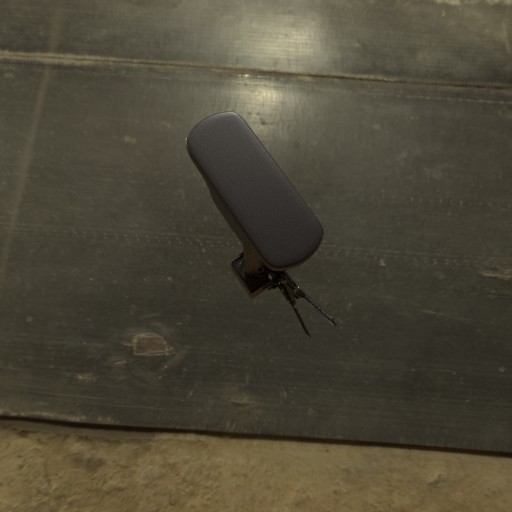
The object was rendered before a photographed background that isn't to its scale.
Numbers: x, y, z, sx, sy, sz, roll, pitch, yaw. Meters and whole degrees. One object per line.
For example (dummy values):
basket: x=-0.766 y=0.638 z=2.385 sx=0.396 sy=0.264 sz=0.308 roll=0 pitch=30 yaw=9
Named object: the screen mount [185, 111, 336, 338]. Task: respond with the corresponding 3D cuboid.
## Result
screen mount: x=0.000 y=0.000 z=0.873 sx=0.090 sy=0.729 sz=0.393 roll=-33 pitch=79 yaw=-7
